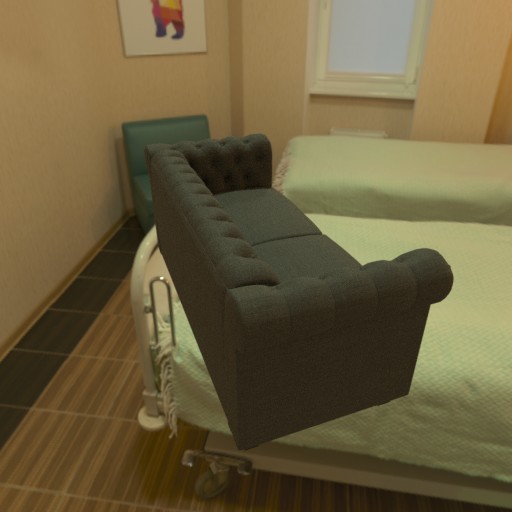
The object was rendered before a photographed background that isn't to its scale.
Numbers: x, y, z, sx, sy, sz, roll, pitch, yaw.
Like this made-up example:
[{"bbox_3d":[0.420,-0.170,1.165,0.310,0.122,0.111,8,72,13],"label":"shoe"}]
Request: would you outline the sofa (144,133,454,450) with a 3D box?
[{"bbox_3d":[0.000,0.000,2.252,0.783,0.797,1.798,-11,32,-18],"label":"sofa"}]
